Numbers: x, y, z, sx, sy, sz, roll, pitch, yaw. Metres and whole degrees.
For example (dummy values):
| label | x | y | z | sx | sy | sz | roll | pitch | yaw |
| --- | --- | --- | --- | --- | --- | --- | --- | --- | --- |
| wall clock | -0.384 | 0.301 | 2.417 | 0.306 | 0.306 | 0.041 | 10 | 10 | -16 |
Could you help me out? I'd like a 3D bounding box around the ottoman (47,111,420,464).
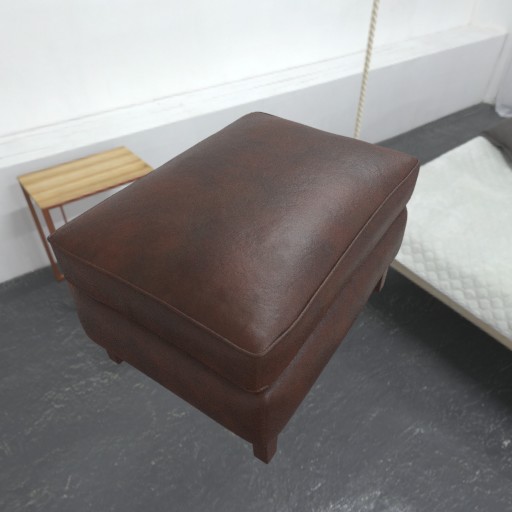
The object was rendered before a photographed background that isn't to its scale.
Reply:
| label | x | y | z | sx | sy | sz | roll | pitch | yaw |
| --- | --- | --- | --- | --- | --- | --- | --- | --- | --- |
| ottoman | 0.000 | 0.000 | 0.981 | 0.501 | 0.432 | 0.665 | 24 | 47 | 25 |
